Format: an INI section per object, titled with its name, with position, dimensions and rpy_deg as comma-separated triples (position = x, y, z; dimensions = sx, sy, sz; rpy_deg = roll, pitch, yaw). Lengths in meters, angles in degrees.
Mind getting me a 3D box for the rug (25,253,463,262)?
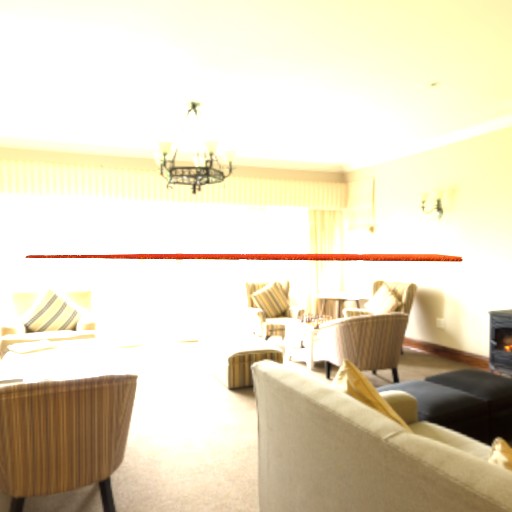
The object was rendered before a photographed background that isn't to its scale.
[rug]
position = 0.000, 0.000, 2.317
dimensions = 1.835, 0.018, 1.230
rpy_deg = 0, 1, 18
